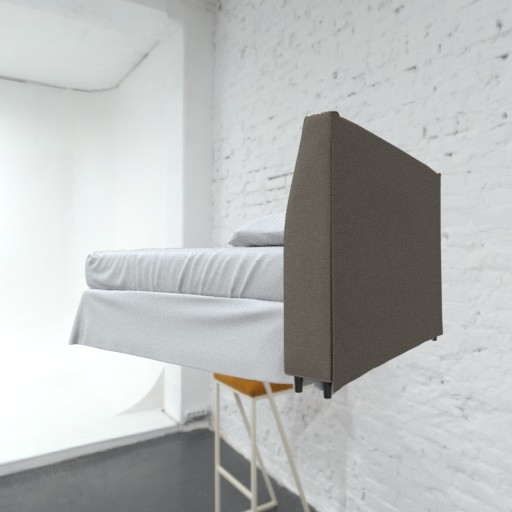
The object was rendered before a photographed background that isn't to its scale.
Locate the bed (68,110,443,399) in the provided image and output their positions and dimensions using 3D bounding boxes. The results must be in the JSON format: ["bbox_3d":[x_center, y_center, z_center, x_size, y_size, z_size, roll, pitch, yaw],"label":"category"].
[{"bbox_3d":[0.000,0.000,3.407,2.276,1.332,1.925,0,-1,37],"label":"bed"}]
